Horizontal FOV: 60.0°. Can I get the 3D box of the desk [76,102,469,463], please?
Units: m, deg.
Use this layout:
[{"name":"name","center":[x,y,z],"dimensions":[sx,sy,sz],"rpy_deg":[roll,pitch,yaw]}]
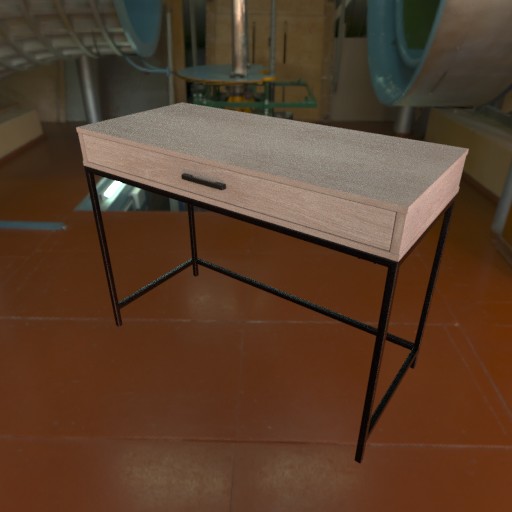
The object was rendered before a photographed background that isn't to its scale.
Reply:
[{"name":"desk","center":[0.000,0.000,1.427],"dimensions":[1.016,0.762,0.470],"rpy_deg":[20,36,30]}]
